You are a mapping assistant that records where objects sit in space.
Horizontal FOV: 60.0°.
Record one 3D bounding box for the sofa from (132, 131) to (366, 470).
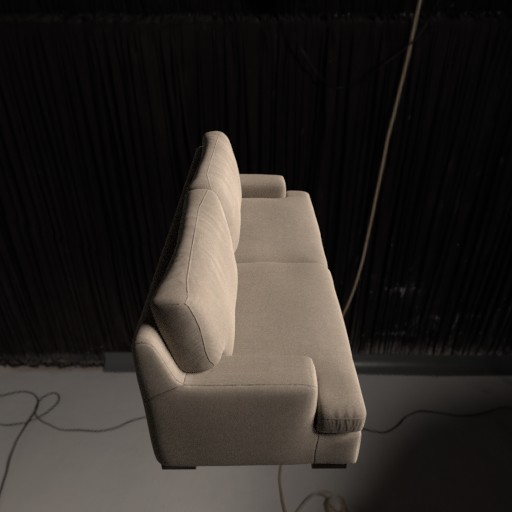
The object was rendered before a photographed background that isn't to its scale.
[{"bbox_3d":[0.000,0.000,2.809,0.962,0.980,2.354,0,32,0],"label":"sofa"}]
